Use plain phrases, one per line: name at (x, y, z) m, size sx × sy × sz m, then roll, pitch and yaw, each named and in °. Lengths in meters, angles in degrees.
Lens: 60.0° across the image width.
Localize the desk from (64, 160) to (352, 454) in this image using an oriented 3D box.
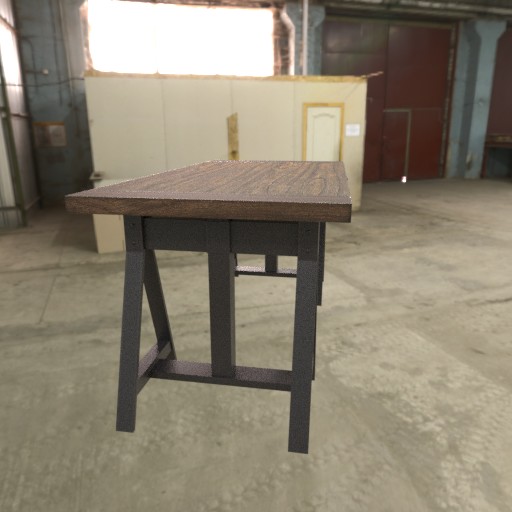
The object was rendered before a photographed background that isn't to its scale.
desk at (0.000, 0.000, 1.954) m, size 0.784 × 0.725 × 1.543 m, roll 3°, pitch 16°, yaw 10°
